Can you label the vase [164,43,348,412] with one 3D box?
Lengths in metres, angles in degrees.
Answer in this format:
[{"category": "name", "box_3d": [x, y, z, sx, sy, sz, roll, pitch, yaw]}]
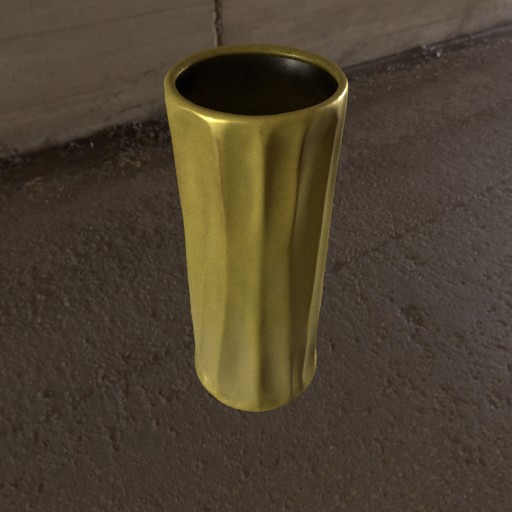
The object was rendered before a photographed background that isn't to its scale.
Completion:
[{"category": "vase", "box_3d": [0.000, 0.000, 0.175, 0.061, 0.143, 0.061, 0, 44, 0]}]
